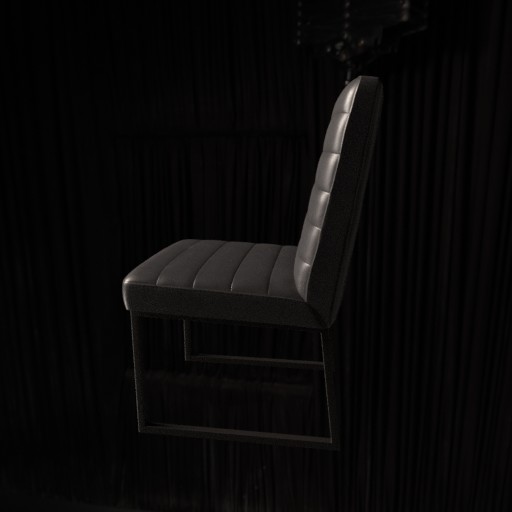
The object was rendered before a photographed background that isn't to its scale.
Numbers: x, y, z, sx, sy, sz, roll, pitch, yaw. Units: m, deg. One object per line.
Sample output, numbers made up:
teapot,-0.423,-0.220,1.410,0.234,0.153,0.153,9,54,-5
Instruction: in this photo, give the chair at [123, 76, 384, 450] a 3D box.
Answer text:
chair,0.000,0.000,1.319,0.634,0.930,0.520,2,13,8
